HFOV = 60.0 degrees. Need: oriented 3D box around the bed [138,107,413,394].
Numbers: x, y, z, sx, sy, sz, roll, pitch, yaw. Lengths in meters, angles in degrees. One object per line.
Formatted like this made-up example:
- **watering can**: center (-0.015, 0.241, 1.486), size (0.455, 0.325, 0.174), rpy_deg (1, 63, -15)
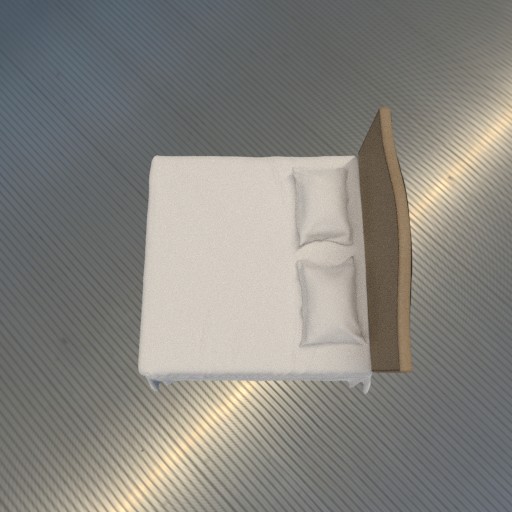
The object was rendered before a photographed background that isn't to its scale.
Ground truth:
- **bed**: center (0.000, 0.000, 3.753), size (2.222, 1.651, 2.311), rpy_deg (0, 76, 0)
